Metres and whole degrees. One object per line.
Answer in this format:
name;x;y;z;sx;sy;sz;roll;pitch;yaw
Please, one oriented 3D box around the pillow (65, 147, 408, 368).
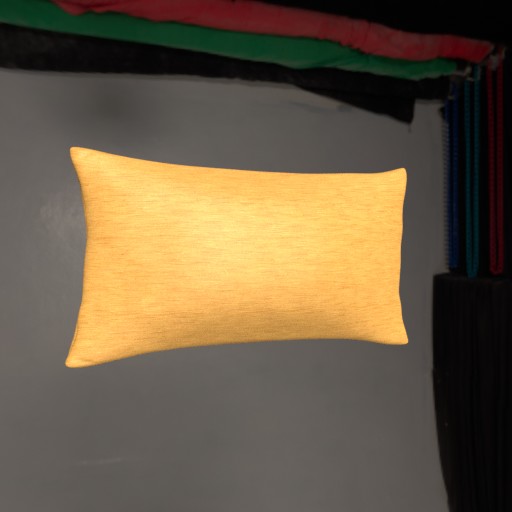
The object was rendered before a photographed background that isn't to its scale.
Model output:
pillow;0.000;0.000;0.802;0.634;0.354;0.210;0;0;-18
